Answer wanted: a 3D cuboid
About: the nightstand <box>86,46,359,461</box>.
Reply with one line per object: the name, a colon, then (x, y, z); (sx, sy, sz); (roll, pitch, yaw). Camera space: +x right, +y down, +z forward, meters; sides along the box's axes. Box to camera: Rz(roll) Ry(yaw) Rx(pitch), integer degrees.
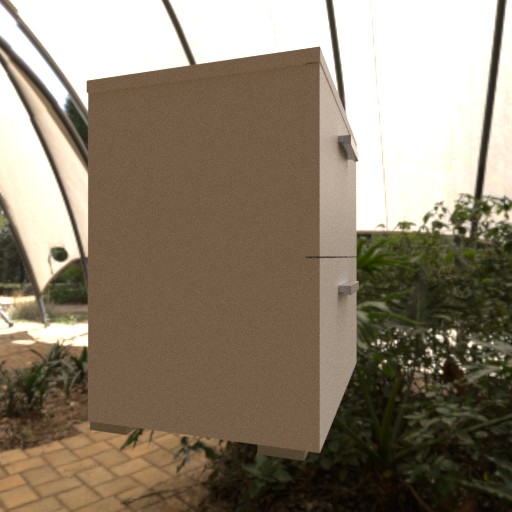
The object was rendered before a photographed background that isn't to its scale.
nightstand: (0.000, 0.000, 0.741); (0.325, 0.460, 0.441); (0, 0, 18)
